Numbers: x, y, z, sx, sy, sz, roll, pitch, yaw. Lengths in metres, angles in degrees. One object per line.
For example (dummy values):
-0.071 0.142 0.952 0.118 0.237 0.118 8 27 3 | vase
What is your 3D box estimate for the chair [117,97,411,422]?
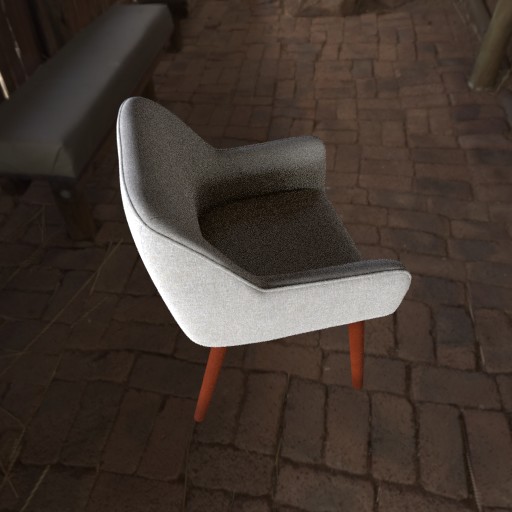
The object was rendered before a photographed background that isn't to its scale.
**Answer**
0.000 0.000 1.271 0.610 0.813 0.610 -10 47 -10 | chair
